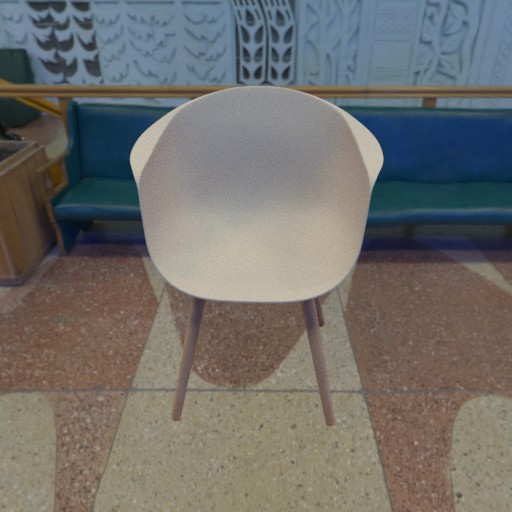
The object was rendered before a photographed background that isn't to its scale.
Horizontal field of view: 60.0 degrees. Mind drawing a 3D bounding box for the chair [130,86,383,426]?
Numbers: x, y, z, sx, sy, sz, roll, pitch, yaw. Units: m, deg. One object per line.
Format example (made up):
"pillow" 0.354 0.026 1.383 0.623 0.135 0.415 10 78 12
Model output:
"chair" 0.000 0.000 1.188 0.593 0.781 0.504 1 30 2
